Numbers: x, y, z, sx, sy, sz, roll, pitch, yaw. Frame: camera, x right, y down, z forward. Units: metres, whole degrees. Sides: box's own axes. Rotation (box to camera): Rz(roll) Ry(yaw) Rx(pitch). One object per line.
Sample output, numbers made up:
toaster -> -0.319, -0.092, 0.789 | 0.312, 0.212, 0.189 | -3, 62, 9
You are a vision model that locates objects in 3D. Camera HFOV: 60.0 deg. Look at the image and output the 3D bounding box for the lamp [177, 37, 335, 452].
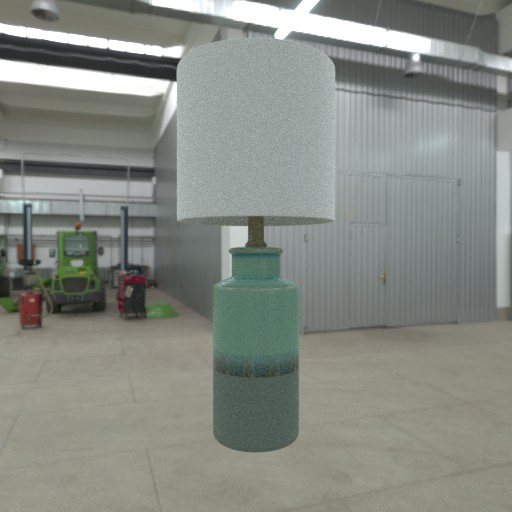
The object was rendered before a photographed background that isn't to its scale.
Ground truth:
lamp -> 0.000, 0.000, 0.605 | 0.212, 0.493, 0.212 | 1, 1, 35
